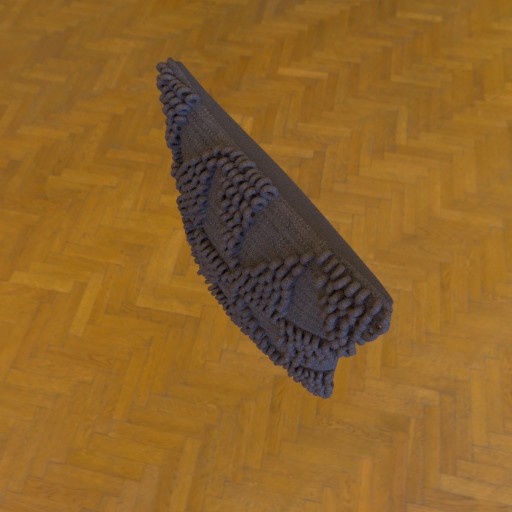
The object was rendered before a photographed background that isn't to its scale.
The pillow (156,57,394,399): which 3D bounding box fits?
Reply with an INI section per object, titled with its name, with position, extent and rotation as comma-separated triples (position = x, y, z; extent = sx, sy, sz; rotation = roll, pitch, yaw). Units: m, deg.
[pillow]
position = 0.000, 0.000, 0.726
extent = 0.172, 0.467, 0.470
rotation = -32, 67, -15
